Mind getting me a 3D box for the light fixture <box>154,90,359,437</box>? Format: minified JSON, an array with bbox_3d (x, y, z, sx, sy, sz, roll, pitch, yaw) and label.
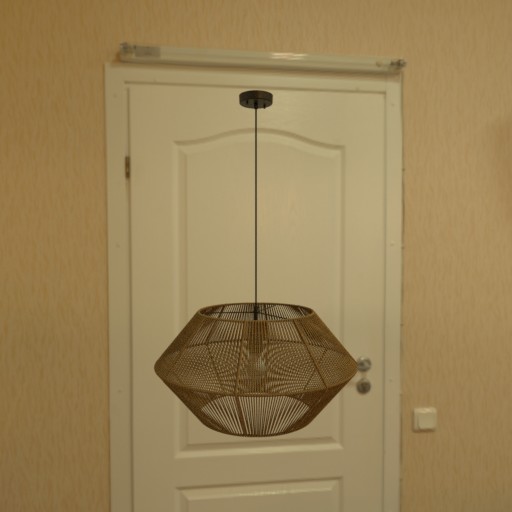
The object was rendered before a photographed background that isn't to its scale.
[{"bbox_3d":[0.000,0.000,1.413,0.643,1.009,0.643,0,2,0],"label":"light fixture"}]
